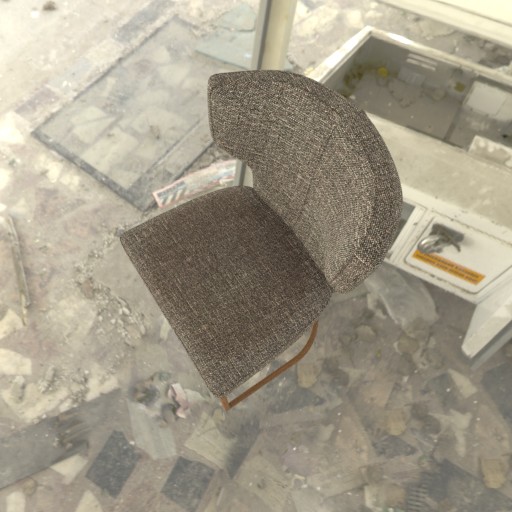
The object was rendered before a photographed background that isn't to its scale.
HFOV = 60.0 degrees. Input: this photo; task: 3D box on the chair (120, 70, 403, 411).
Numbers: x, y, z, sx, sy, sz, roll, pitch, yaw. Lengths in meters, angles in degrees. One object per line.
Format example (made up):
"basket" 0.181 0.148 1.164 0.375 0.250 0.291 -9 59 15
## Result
"chair" 0.000 0.000 1.284 0.617 0.824 0.611 -31 68 -14
